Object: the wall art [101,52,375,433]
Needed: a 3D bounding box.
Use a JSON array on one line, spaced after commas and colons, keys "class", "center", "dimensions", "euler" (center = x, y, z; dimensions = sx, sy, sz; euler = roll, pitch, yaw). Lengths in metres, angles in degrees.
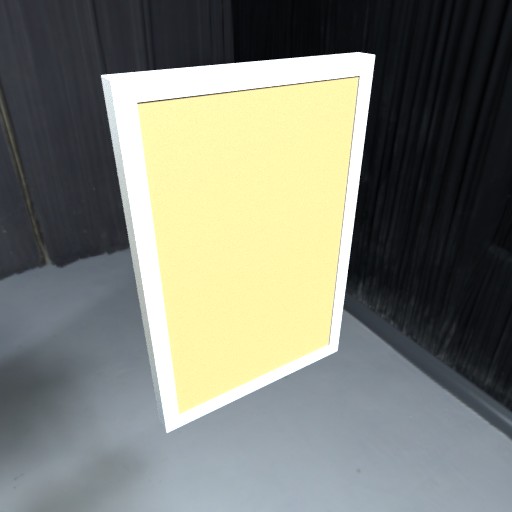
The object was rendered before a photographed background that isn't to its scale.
[{"class": "wall art", "center": [0.000, 0.000, 0.760], "dimensions": [0.408, 0.611, 0.038], "euler": [-18, 35, -27]}]
